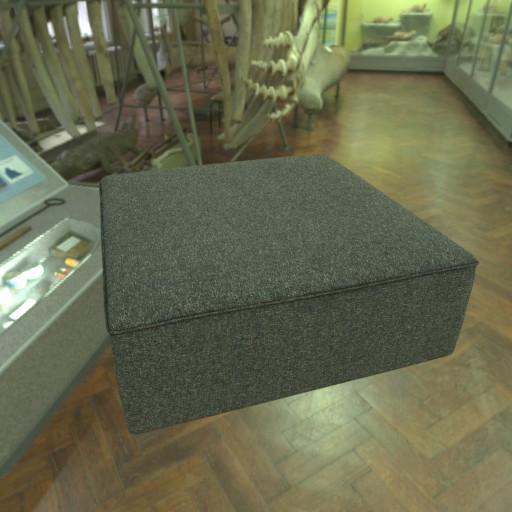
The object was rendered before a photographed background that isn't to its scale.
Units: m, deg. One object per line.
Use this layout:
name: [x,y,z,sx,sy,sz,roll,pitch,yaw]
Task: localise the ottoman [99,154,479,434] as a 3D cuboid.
ottoman: [0.000,0.000,1.585,1.021,0.423,1.017,-9,32,-15]
